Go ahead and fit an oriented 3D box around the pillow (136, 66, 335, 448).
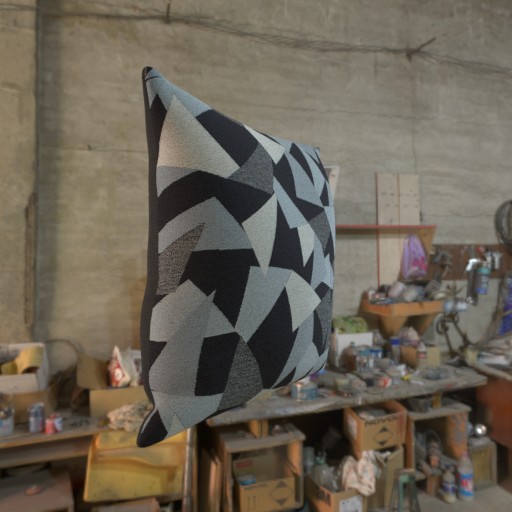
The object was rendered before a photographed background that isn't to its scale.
[{"bbox_3d":[0.000,0.000,0.765,0.208,0.496,0.503,0,-1,36],"label":"pillow"}]
